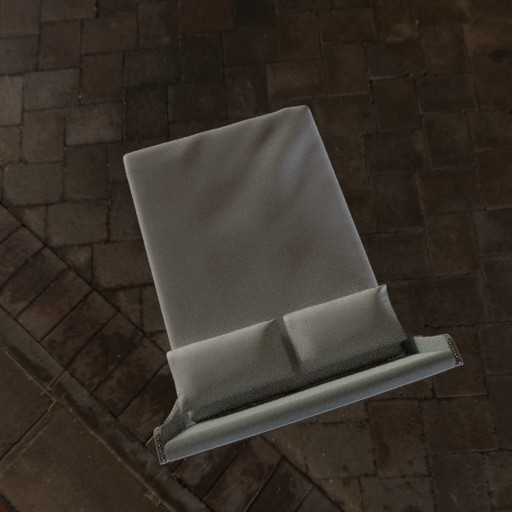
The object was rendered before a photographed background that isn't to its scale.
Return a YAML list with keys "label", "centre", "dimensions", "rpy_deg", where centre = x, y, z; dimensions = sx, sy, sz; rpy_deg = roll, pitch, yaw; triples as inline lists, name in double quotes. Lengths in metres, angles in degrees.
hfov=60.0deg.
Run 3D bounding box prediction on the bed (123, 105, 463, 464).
- label: "bed"
  centre: [0.000, 0.000, 3.224]
  dimensions: [1.710, 1.407, 2.237]
  rpy_deg: [-17, 76, -4]
